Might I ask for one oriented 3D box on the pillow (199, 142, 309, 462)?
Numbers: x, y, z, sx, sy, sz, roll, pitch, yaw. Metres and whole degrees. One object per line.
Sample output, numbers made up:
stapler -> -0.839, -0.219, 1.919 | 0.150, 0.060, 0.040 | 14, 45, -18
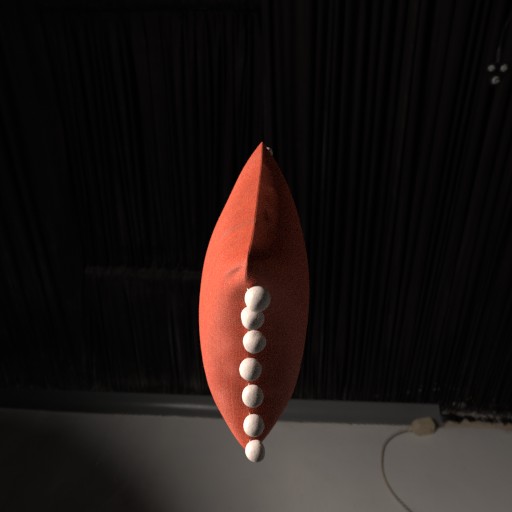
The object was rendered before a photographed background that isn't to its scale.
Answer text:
pillow -> 0.000, 0.000, 0.855 | 0.201, 0.322, 0.709 | 1, 27, 2
